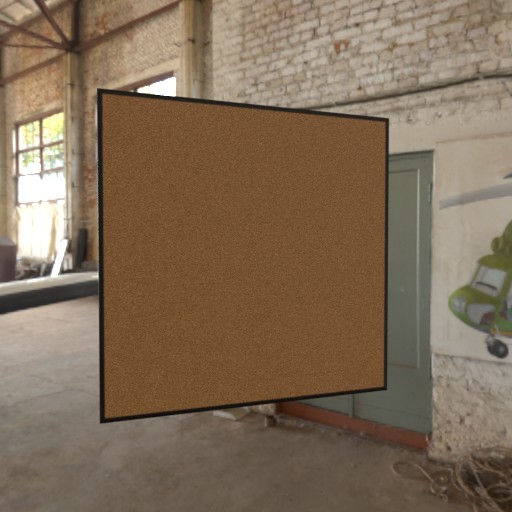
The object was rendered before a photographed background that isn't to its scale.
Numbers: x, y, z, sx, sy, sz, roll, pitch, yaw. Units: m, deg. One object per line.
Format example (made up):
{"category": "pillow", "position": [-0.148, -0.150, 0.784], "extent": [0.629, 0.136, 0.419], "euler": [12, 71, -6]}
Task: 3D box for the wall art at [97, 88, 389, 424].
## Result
{"category": "wall art", "position": [0.000, 0.000, 0.766], "extent": [0.513, 0.511, 0.028], "euler": [0, 1, -18]}
